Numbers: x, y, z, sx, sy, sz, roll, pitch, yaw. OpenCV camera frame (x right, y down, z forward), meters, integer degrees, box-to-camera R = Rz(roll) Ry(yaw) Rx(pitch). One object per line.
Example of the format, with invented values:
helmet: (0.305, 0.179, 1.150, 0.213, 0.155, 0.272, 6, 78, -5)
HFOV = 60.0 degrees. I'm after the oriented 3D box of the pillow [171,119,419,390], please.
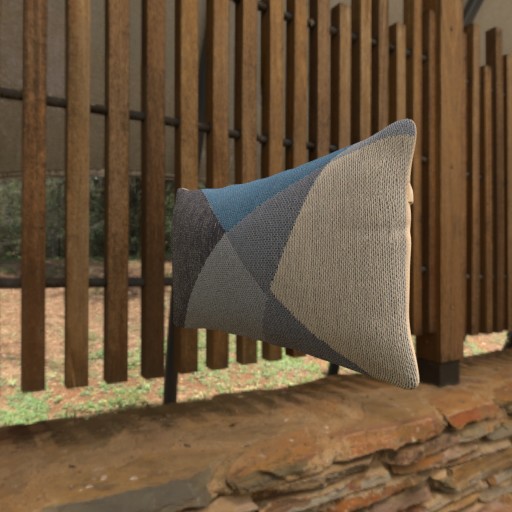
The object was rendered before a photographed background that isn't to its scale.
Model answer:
pillow: (0.000, 0.000, 0.735, 0.148, 0.307, 0.604, 0, -1, -36)
